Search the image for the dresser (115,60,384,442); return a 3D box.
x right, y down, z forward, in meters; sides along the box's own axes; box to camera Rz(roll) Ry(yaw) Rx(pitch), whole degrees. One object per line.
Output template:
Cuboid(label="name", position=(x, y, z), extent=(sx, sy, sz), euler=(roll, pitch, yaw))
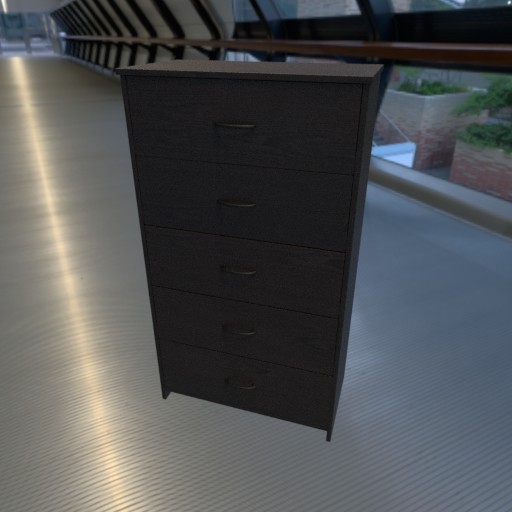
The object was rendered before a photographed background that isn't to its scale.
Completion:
Cuboid(label="dresser", position=(0.000, 0.000, 1.589), extent=(0.704, 1.254, 0.418), euler=(9, 29, 16))
